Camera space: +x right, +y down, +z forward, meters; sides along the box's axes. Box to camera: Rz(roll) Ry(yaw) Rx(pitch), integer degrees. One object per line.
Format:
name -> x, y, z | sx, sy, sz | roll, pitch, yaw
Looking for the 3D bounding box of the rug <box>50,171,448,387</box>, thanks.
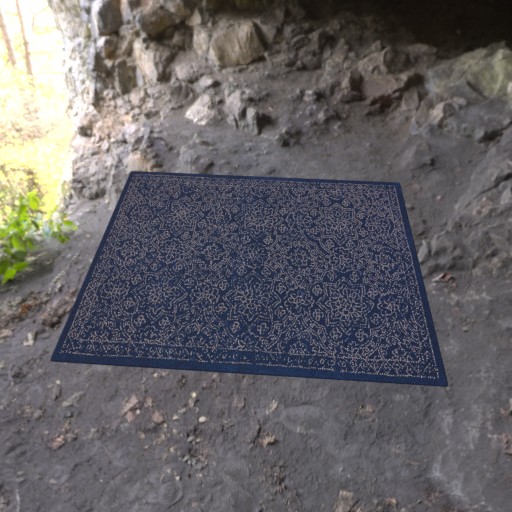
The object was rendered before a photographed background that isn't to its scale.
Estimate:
rug -> 0.000, 0.000, 4.192 | 3.048, 0.010, 2.438 | 3, 48, 3
